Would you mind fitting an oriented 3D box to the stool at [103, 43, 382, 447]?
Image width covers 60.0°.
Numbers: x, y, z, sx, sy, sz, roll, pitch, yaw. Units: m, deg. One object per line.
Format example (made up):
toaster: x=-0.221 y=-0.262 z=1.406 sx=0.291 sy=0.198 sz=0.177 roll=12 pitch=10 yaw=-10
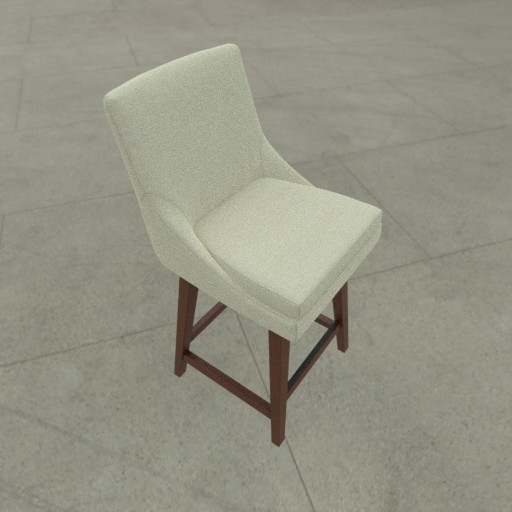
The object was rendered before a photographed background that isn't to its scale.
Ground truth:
stool: x=0.000 y=0.000 z=1.294 sx=0.559 sy=0.991 sz=0.469 roll=26 pitch=48 yaw=26
